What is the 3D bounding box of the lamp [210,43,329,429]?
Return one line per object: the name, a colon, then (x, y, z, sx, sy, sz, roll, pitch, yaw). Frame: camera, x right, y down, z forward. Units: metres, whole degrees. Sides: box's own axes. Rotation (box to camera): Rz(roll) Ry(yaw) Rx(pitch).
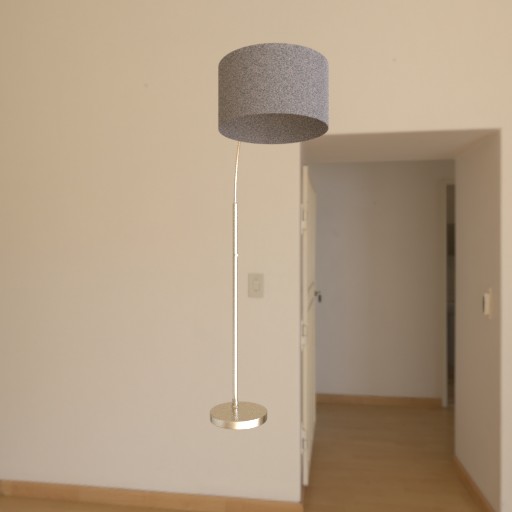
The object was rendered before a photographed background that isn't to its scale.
lamp: (0.000, 0.000, 2.063, 0.452, 1.735, 0.934, 0, 0, -17)
